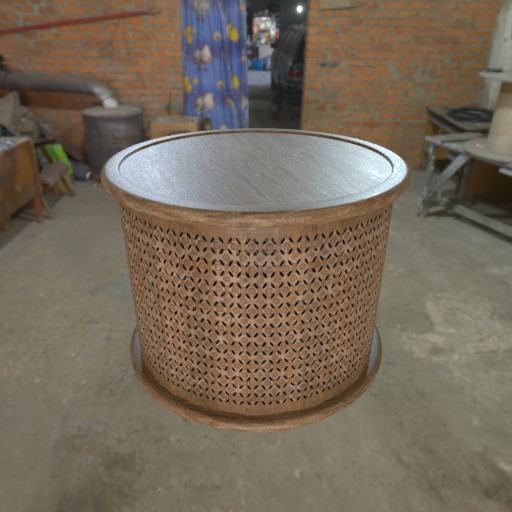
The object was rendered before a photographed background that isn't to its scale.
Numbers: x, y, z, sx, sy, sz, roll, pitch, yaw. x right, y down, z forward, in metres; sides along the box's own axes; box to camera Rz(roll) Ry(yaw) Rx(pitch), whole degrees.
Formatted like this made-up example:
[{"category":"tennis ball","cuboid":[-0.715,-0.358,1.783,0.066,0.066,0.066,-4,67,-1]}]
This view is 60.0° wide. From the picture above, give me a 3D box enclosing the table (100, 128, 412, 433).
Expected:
[{"category":"table","cuboid":[0.000,0.000,1.004,0.607,0.450,0.607,0,27,0]}]
